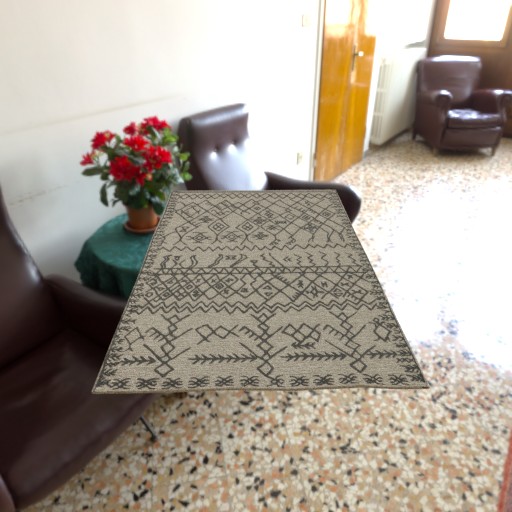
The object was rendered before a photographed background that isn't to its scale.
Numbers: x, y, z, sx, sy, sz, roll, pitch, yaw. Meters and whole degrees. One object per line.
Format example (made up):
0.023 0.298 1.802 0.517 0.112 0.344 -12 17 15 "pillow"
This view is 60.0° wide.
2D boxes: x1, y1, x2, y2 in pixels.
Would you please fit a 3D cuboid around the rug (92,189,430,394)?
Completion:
0.000 0.000 4.779 2.393 0.019 3.824 -1 30 -1 "rug"
